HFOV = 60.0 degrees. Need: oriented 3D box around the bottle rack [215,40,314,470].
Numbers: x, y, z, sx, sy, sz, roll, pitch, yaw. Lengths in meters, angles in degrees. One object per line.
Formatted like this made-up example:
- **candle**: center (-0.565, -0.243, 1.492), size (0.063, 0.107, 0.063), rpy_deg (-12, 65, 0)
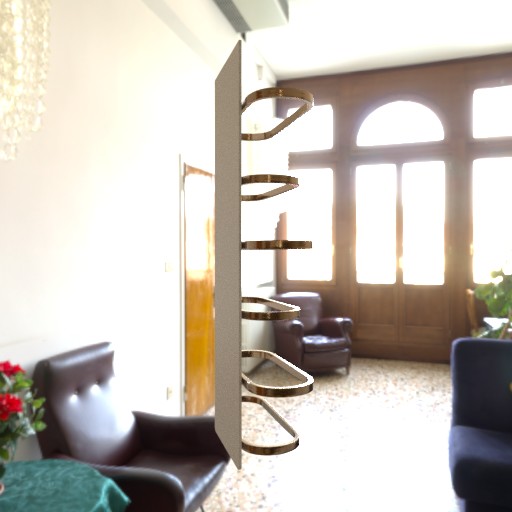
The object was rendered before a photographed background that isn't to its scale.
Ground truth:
- **bottle rack**: center (0.000, 0.000, 0.831), size (0.118, 0.709, 0.332), rpy_deg (0, 0, -18)
